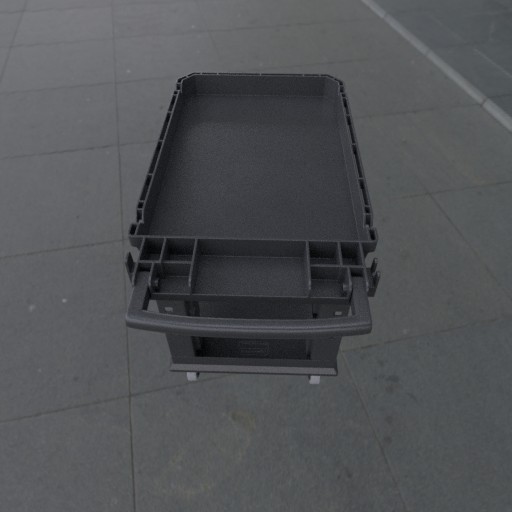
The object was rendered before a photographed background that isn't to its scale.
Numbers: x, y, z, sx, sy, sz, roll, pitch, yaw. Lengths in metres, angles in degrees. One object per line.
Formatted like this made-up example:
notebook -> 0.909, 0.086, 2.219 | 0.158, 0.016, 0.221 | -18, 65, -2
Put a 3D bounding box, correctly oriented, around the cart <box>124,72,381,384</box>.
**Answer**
cart -> 0.000, 0.000, 1.736 | 0.674, 0.884, 1.239 | 1, 48, 1
